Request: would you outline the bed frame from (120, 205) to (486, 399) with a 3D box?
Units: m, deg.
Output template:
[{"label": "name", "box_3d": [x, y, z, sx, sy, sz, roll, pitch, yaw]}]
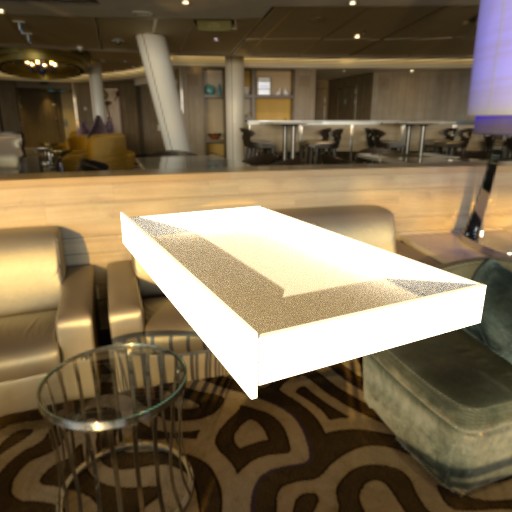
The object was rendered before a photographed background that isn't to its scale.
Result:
[{"label": "bed frame", "box_3d": [0.000, 0.000, 1.531, 0.670, 0.141, 1.300, -8, 19, -25]}]
